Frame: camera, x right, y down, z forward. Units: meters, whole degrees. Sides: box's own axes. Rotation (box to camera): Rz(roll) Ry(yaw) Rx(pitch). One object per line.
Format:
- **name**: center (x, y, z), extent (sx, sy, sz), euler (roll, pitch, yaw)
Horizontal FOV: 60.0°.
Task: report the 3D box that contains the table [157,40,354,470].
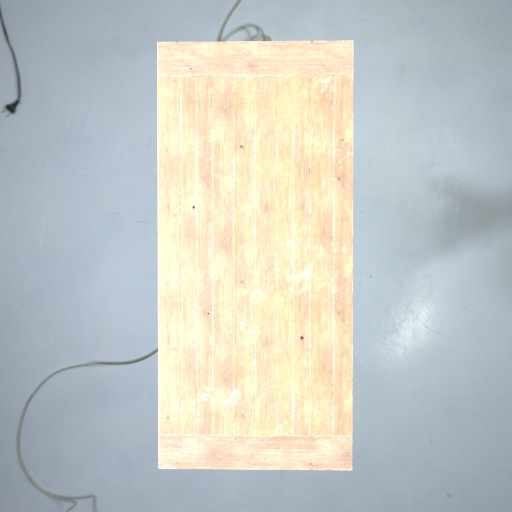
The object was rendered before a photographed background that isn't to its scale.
- **table**: center (0.000, 0.000, 2.095), extent (0.820, 0.465, 1.800), euler (0, 91, 1)
